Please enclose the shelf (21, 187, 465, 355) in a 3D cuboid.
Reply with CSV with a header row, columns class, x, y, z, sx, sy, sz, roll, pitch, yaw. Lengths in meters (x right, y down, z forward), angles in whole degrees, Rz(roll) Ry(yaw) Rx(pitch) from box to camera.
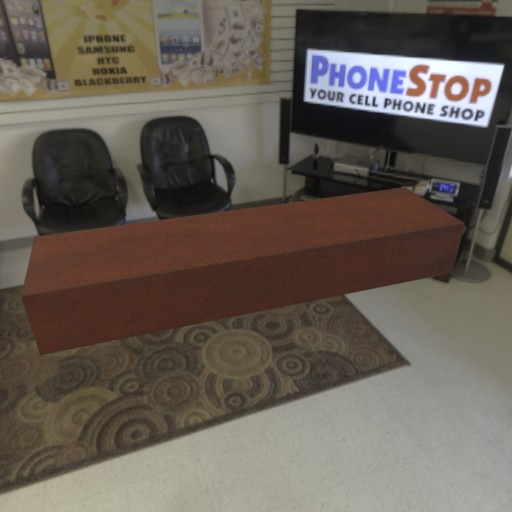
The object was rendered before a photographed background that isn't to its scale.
class,x,y,z,sx,sy,sz,roll,pitch,yaw
shelf,0.000,0.000,0.665,0.607,0.088,0.152,-9,32,-15
